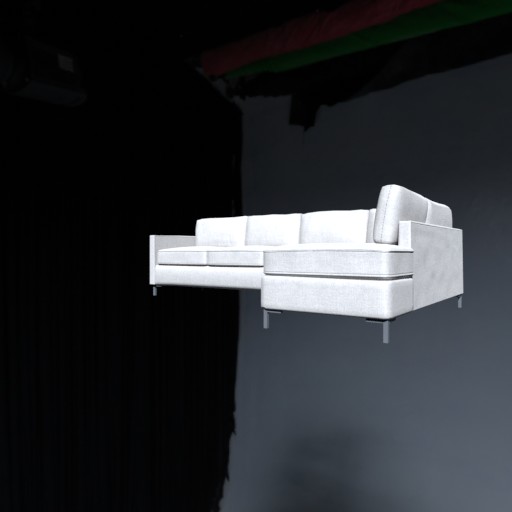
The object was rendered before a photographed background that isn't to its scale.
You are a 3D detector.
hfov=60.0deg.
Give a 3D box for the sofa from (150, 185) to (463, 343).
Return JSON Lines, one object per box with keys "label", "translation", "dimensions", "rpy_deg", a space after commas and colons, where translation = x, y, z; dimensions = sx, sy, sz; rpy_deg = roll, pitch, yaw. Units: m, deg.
{"label": "sofa", "translation": [0.000, 0.000, 4.247], "dimensions": [3.331, 0.964, 2.077], "rpy_deg": [0, 0, 36]}
